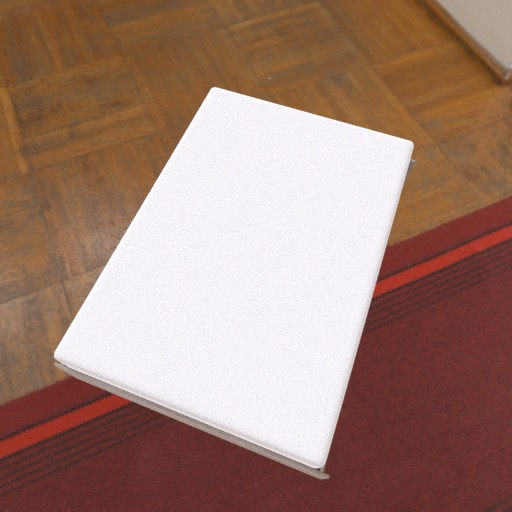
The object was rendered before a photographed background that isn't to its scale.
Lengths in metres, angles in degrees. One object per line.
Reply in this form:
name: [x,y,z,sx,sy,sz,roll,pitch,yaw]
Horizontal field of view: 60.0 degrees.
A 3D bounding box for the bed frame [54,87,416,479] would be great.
bed frame: [0.000,0.000,2.597,1.445,0.497,1.945,19,64,9]
